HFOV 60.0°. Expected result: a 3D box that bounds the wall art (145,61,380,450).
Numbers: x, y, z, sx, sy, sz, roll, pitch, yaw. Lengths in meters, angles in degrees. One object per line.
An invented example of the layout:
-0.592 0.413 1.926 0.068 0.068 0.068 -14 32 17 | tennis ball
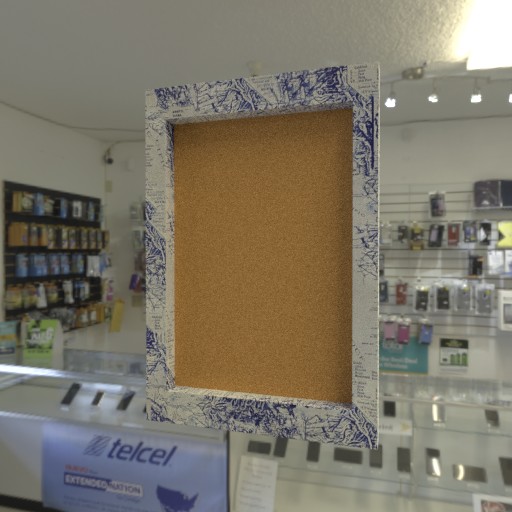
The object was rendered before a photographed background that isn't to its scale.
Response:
0.000 0.000 0.764 0.408 0.601 0.040 0 1 17 | wall art
